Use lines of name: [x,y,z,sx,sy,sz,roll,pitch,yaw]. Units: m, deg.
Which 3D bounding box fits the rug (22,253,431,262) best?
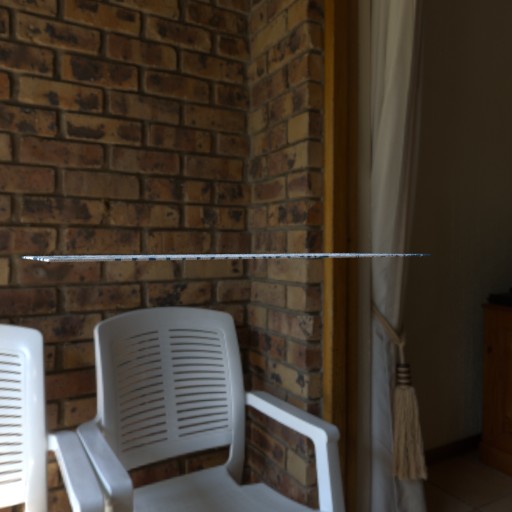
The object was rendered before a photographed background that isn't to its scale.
rug: [0.000,0.000,2.681,2.435,0.011,0.750,-1,1,-35]
